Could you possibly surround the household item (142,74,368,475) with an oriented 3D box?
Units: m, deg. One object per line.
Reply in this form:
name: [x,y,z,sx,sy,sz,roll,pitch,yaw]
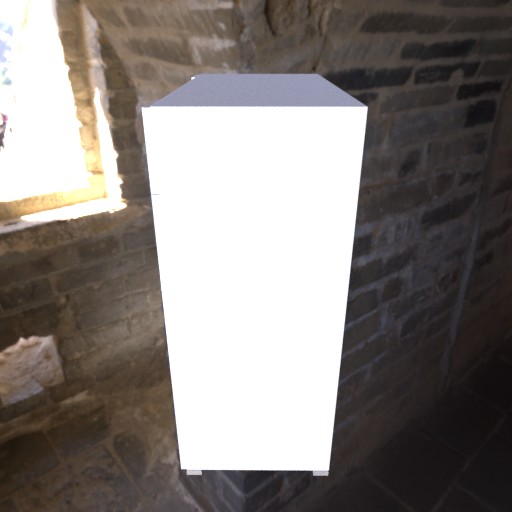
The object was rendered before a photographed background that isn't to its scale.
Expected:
household item: [0.000,0.000,1.399,0.420,1.010,0.790,0,26,0]
